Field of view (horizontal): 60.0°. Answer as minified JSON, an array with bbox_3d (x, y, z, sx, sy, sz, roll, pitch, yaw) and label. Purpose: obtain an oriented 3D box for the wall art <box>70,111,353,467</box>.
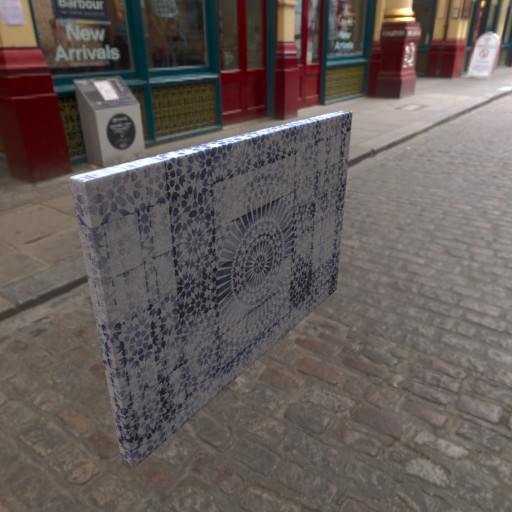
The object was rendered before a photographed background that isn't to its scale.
[{"bbox_3d":[0.000,0.000,0.750,0.030,0.406,0.608,18,31,32],"label":"wall art"}]
